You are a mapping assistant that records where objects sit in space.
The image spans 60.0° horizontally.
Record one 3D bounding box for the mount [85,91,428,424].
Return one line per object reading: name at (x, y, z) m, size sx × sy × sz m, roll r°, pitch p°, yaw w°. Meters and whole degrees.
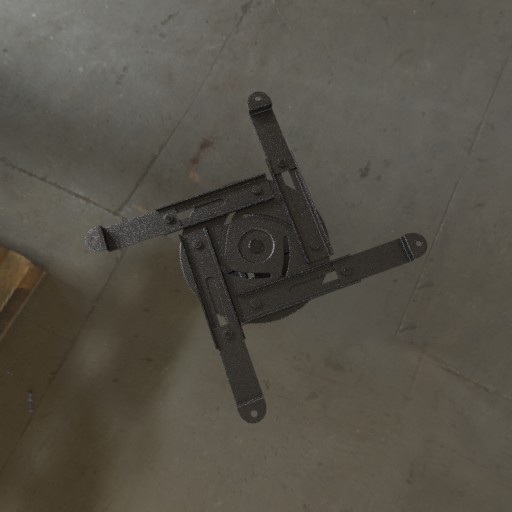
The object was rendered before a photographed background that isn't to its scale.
mount at (0.000, 0.000, 0.611) m, size 0.394 × 0.141 × 0.394 m, roll -19°, pitch 77°, yaw -5°
